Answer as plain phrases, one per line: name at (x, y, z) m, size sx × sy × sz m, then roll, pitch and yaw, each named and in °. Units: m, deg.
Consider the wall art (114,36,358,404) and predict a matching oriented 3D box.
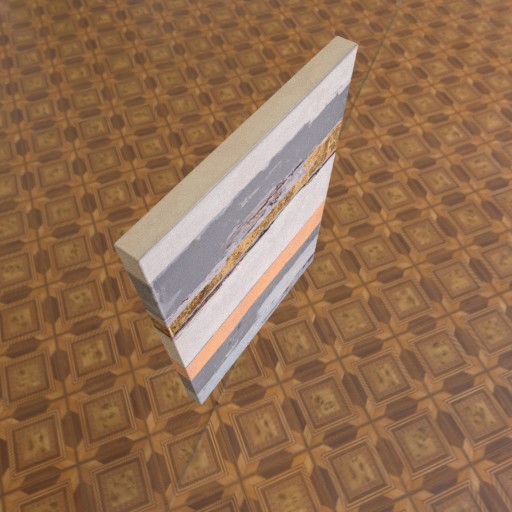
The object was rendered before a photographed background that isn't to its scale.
wall art at (0.000, 0.000, 0.810) m, size 0.038 × 0.609 × 0.456 m, roll 32°, pitch 64°, yaw 18°
